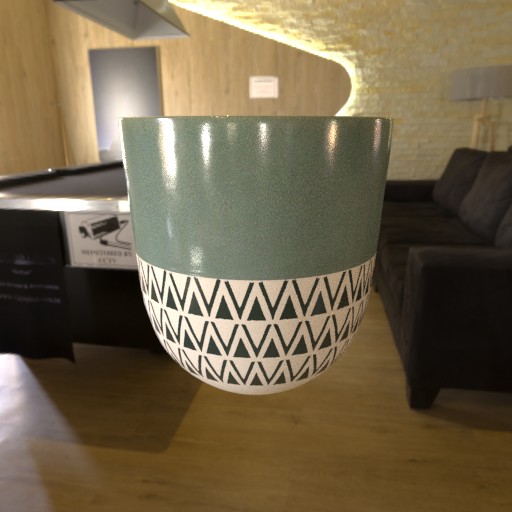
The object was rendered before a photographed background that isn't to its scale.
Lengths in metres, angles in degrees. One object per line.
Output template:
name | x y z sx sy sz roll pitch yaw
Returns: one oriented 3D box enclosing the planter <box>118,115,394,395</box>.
planter | 0.000 0.000 0.362 0.198 0.214 0.198 0 16 0
